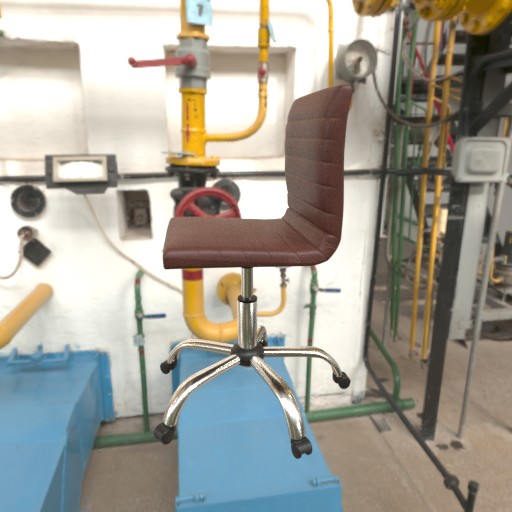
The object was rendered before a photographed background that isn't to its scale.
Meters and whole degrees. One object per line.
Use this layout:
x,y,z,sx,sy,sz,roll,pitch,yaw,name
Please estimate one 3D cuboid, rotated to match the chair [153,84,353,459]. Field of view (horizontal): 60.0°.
0.000,0.000,1.112,0.530,0.780,0.556,-2,15,-8,chair
